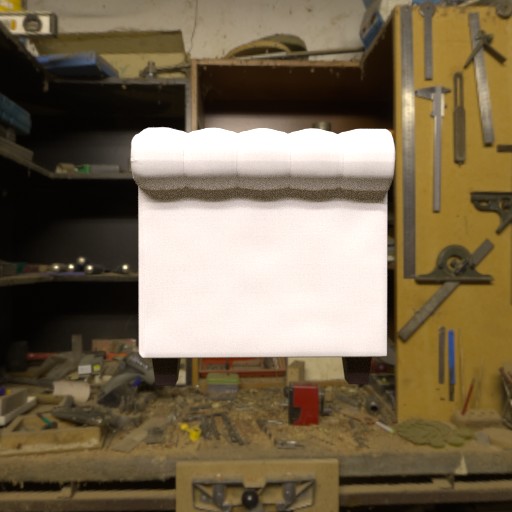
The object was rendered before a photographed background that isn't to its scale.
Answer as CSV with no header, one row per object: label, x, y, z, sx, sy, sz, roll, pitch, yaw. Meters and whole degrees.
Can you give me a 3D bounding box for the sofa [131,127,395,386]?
sofa,0.000,0.000,2.151,0.771,0.796,1.798,0,1,-1
